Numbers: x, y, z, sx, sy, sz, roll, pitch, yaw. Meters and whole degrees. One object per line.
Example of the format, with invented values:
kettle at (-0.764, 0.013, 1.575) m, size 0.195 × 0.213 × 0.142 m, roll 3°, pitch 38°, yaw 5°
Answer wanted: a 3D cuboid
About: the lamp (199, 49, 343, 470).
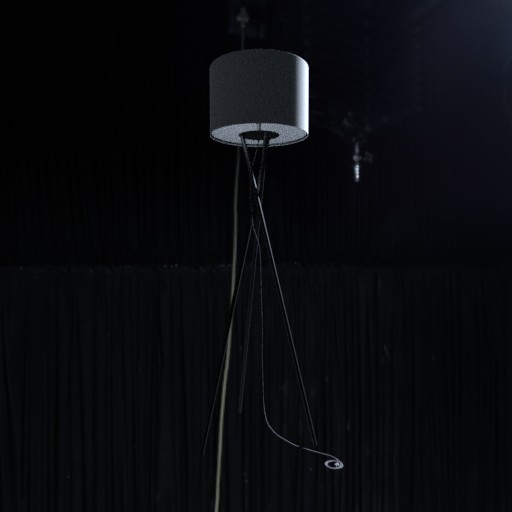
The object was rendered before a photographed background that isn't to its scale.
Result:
lamp at (0.000, 0.000, 1.919) m, size 0.522 × 1.624 × 0.667 m, roll -1°, pitch 2°, yaw -17°
